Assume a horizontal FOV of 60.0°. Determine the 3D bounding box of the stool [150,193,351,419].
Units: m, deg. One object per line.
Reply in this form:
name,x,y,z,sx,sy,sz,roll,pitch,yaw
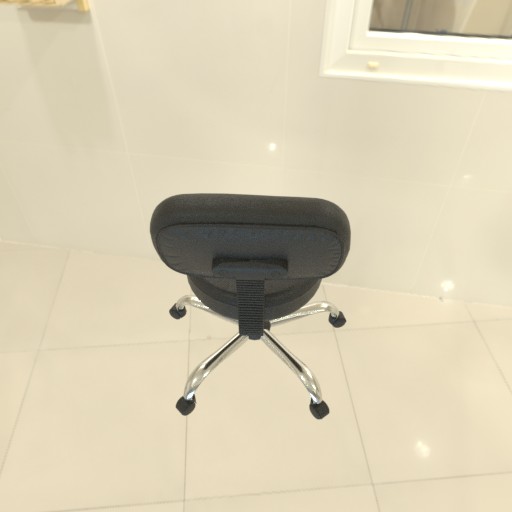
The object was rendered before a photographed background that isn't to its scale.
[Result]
stool,0.000,0.000,1.335,0.673,0.862,0.648,2,45,2
